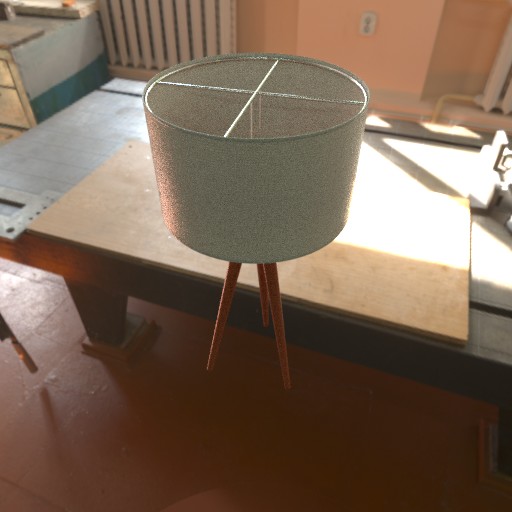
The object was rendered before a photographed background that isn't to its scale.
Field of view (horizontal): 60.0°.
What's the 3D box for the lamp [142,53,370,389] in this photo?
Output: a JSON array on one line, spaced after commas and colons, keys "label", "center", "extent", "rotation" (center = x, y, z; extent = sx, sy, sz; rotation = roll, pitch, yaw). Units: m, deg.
[{"label": "lamp", "center": [0.000, 0.000, 0.935], "extent": [0.355, 0.709, 0.354], "rotation": [-25, 47, -25]}]
